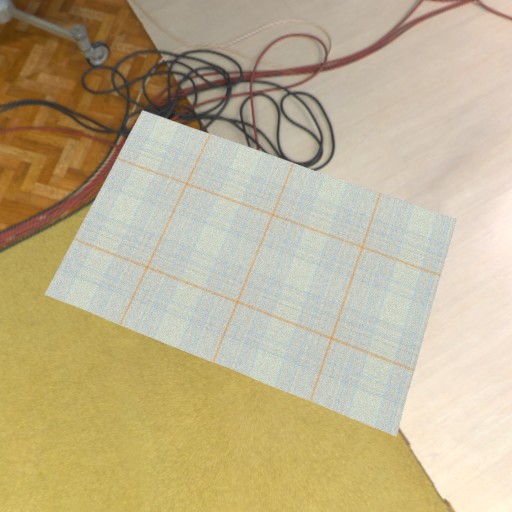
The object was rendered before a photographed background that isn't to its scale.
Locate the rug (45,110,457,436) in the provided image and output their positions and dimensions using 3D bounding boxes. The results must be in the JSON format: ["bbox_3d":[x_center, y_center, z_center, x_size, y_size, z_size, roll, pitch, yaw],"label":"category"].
[{"bbox_3d":[0.000,0.000,3.041,2.442,0.016,1.527,20,75,6],"label":"rug"}]
